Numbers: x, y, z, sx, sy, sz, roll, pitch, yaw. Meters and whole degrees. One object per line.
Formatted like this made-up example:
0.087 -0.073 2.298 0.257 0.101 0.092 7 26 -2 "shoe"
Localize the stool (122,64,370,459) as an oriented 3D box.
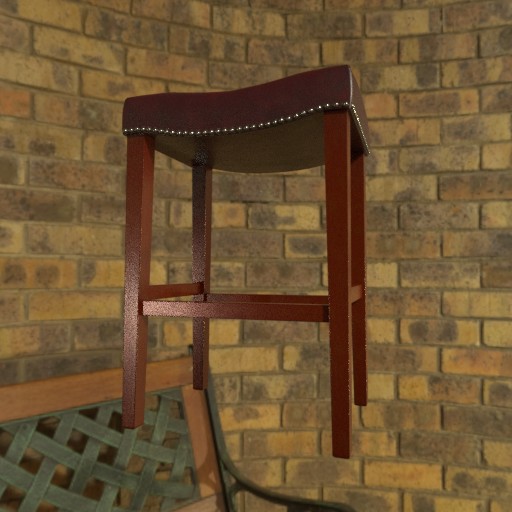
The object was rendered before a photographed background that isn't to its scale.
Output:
0.000 0.000 1.049 0.504 0.742 0.372 -1 -2 19 "stool"
